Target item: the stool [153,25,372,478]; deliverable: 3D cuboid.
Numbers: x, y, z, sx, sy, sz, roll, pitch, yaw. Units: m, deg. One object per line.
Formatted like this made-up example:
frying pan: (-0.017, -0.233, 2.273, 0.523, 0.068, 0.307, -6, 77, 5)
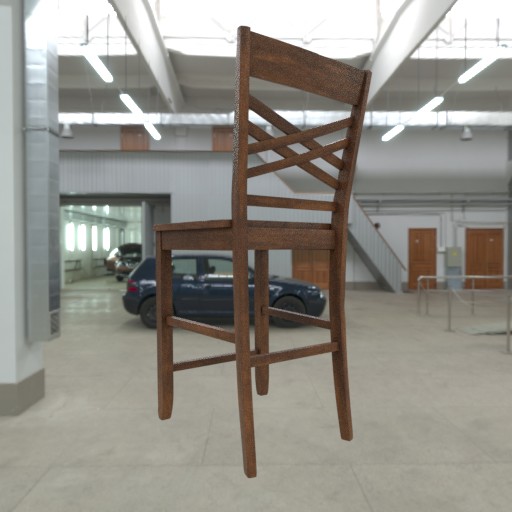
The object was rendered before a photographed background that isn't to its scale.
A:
stool: (0.000, 0.000, 1.366, 0.462, 1.079, 0.539, -1, 1, -36)
